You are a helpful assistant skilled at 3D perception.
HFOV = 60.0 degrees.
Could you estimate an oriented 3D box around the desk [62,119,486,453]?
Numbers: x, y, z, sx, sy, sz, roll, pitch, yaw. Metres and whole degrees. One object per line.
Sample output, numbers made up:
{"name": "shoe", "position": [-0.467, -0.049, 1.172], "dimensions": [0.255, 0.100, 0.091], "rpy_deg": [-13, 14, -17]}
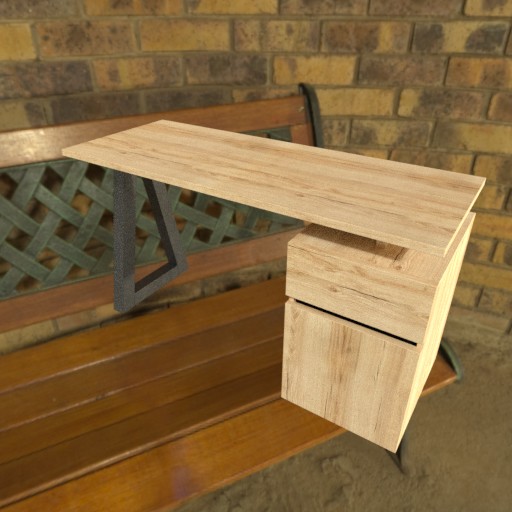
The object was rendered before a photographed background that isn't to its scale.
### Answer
{"name": "desk", "position": [0.000, 0.000, 1.742], "dimensions": [1.400, 0.760, 0.550], "rpy_deg": [18, 35, 28]}
